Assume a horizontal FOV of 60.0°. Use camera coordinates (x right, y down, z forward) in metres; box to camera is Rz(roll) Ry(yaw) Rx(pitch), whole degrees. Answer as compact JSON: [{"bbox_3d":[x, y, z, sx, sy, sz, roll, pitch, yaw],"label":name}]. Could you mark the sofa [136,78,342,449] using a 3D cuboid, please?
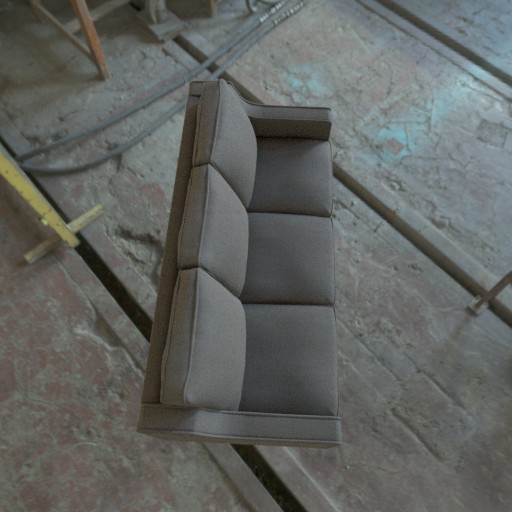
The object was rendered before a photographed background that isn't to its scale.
[{"bbox_3d":[0.000,0.000,2.554,0.911,0.974,1.986,3,65,1],"label":"sofa"}]
